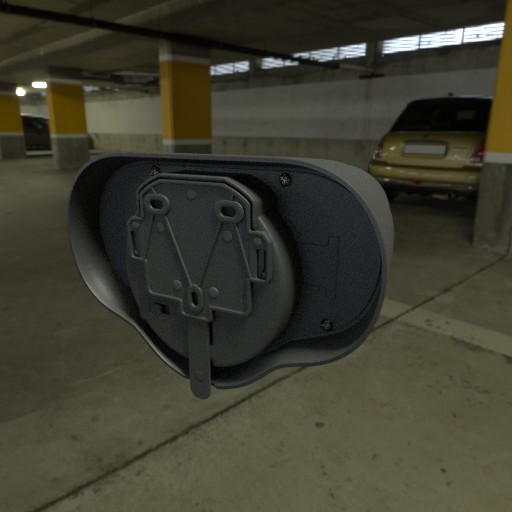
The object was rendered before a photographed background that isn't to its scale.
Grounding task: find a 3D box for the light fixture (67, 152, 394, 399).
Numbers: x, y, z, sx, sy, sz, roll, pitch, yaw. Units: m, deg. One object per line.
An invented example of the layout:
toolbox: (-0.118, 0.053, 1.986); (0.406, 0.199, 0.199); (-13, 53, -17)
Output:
light fixture: (0.000, 0.000, 0.339); (0.229, 0.159, 0.159); (9, 18, 27)
